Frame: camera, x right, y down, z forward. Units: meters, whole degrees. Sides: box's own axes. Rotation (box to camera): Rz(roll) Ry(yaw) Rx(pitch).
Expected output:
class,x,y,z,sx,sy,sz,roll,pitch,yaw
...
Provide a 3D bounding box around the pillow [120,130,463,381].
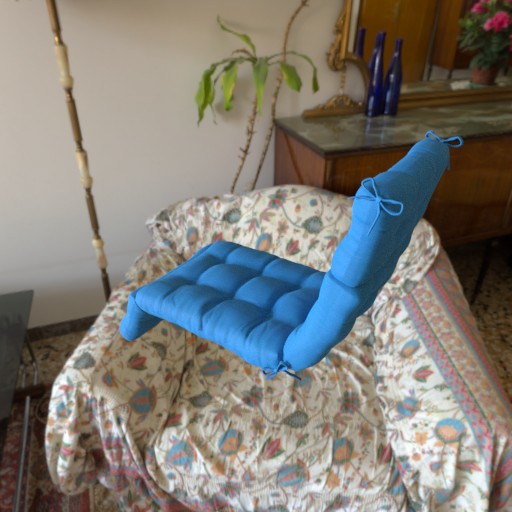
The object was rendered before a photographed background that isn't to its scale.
class,x,y,z,sx,sy,sz,roll,pitch,yaw
pillow,0.000,0.000,1.466,1.016,0.863,0.526,19,36,29
